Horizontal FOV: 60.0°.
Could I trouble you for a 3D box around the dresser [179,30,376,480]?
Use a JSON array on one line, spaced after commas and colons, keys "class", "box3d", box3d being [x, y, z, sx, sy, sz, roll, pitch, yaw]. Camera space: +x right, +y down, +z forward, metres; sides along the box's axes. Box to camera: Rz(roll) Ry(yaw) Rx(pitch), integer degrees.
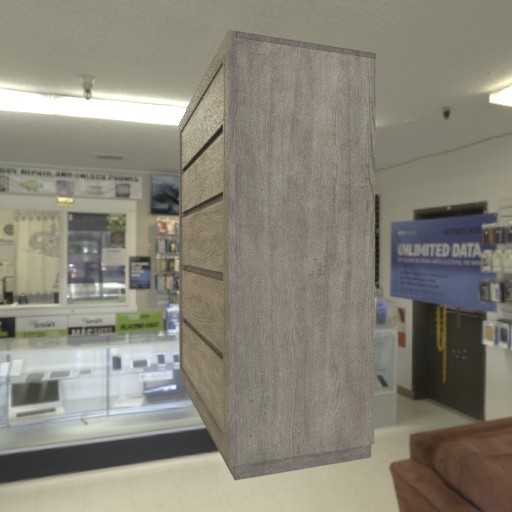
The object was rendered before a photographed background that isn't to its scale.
[{"class": "dresser", "box3d": [0.000, 0.000, 1.797, 0.483, 1.295, 0.967, 0, 1, -18]}]
